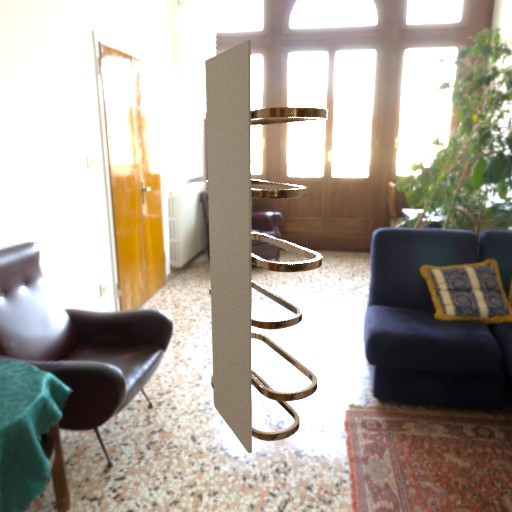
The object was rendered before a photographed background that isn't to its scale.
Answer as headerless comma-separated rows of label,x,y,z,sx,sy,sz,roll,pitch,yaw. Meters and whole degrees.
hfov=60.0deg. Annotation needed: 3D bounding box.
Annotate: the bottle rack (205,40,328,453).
bottle rack,0.000,0.000,0.842,0.118,0.709,0.332,-7,15,-26
